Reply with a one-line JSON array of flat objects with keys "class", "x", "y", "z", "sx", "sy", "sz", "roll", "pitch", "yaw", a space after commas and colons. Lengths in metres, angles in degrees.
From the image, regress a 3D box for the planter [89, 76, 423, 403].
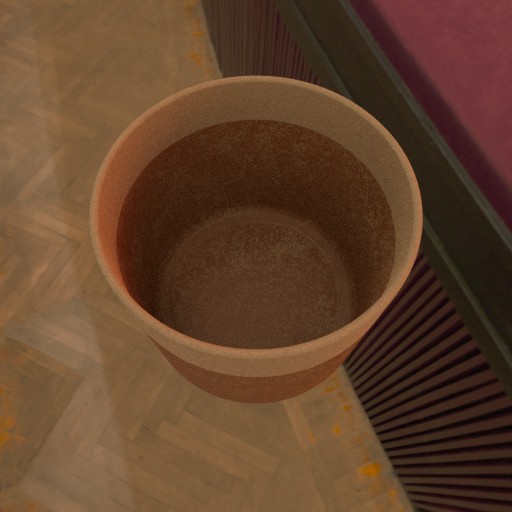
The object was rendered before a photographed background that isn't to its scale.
[{"class": "planter", "x": 0.000, "y": 0.000, "z": 0.274, "sx": 0.159, "sy": 0.138, "sz": 0.159, "roll": 0, "pitch": 64, "yaw": 0}]
